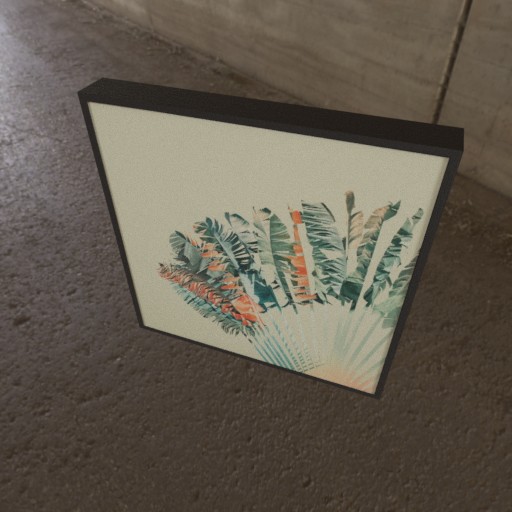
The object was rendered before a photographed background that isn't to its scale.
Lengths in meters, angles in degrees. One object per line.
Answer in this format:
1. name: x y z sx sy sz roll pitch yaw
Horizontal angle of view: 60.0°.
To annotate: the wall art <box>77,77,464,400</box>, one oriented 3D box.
1. wall art: 0.000 0.000 0.440 0.302 0.300 0.036 13 43 15
